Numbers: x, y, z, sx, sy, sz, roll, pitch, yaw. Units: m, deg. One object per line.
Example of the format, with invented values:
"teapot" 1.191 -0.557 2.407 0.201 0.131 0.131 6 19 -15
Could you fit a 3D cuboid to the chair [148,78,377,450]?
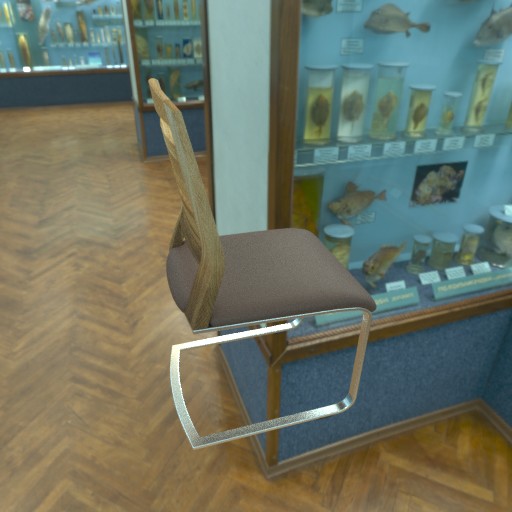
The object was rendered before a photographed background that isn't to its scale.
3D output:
"chair" 0.000 0.000 1.288 0.570 0.970 0.460 -8 31 -15
